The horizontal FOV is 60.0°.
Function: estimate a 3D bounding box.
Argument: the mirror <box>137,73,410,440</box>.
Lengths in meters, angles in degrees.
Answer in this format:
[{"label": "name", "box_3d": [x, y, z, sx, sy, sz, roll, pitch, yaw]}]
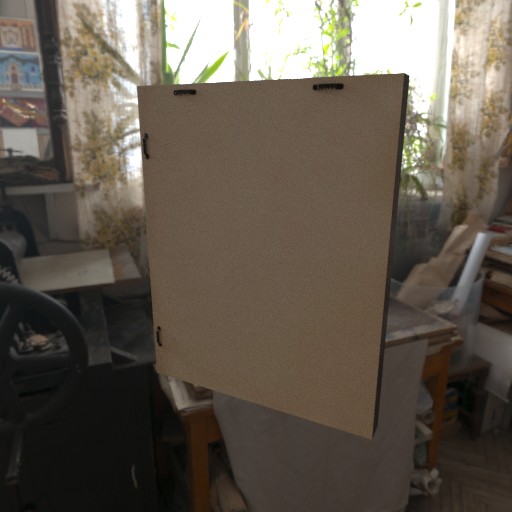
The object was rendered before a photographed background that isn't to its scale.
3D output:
[{"label": "mirror", "box_3d": [0.000, 0.000, 0.689, 0.405, 0.508, 0.041, 8, 19, 26]}]
